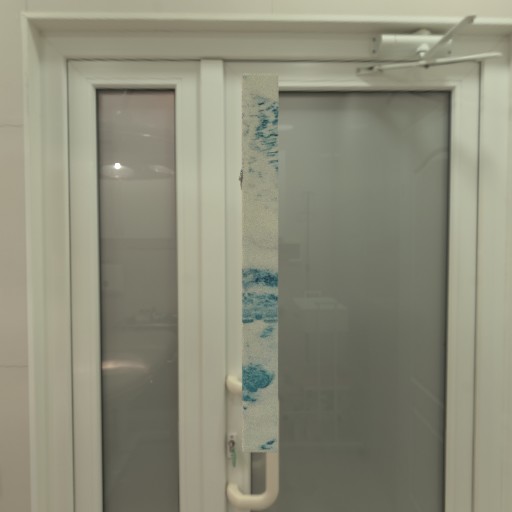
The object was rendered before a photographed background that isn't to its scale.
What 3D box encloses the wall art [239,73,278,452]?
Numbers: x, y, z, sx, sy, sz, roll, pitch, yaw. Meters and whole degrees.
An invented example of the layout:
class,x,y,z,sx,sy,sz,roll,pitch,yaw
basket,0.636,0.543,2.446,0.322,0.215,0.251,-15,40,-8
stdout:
class,x,y,z,sx,sy,sz,roll,pitch,yaw
wall art,0.000,0.000,0.776,0.043,0.407,0.609,0,2,-1
